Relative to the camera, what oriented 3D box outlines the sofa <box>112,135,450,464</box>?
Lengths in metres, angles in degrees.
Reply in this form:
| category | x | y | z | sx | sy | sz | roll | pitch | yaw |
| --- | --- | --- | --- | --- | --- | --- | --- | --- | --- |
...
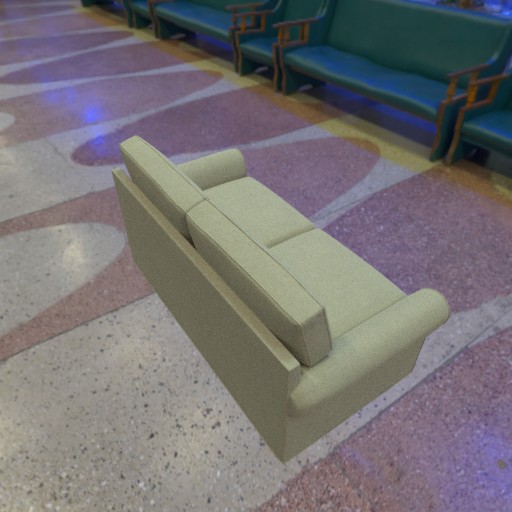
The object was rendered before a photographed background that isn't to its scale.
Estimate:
| category | x | y | z | sx | sy | sz | roll | pitch | yaw |
| --- | --- | --- | --- | --- | --- | --- | --- | --- | --- |
| sofa | 0.000 | 0.000 | 2.341 | 0.861 | 0.933 | 1.774 | -24 | 46 | -26 |
